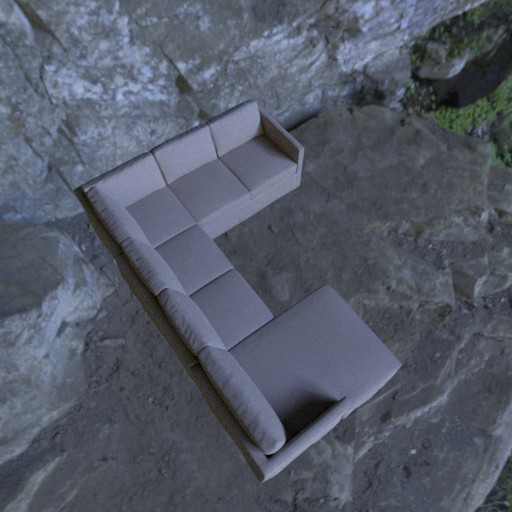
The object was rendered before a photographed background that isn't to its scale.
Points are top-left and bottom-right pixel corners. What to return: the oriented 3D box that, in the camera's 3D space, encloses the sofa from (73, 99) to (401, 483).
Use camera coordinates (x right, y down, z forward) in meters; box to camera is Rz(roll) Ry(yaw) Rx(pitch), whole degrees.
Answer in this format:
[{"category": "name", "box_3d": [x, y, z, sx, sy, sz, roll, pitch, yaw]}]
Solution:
[{"category": "sofa", "box_3d": [0.000, 0.000, 4.670, 2.476, 0.878, 3.528, -32, 65, -17]}]
